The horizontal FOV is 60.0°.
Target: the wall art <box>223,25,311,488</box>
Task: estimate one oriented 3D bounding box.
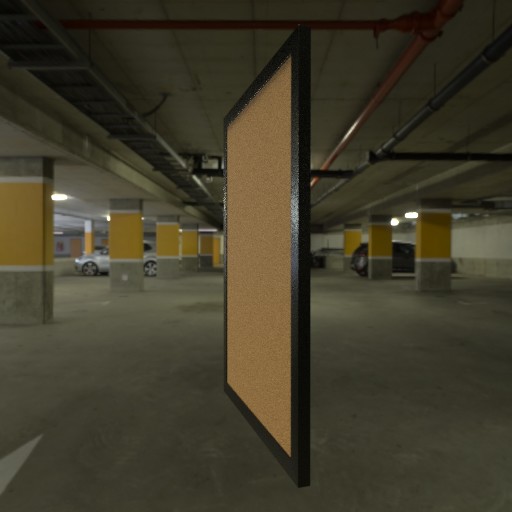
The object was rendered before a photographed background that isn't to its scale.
[{"bbox_3d":[0.000,0.000,0.560,0.013,0.432,0.304,0,1,-17],"label":"wall art"}]
